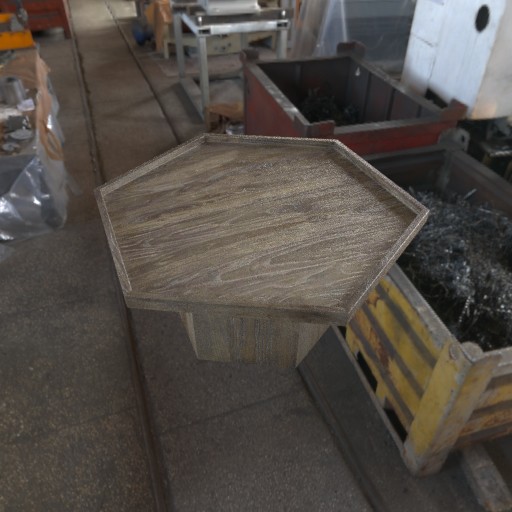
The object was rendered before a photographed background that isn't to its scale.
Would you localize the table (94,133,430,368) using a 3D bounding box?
[{"bbox_3d":[0.000,0.000,1.618,0.966,0.488,1.115,25,46,27],"label":"table"}]
